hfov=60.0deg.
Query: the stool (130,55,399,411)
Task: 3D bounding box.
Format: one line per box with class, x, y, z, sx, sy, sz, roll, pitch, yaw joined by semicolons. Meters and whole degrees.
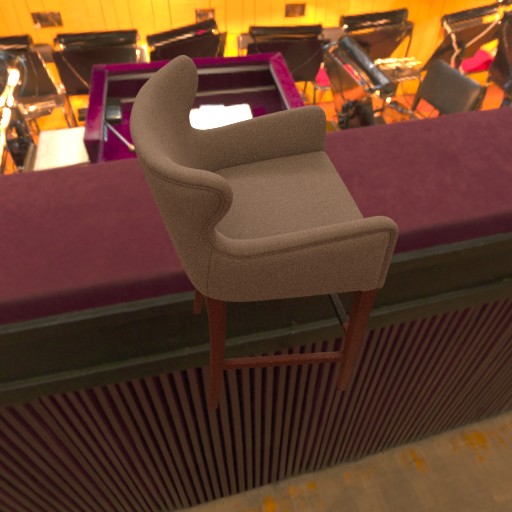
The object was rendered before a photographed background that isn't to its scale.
stool;0.000;0.000;1.387;0.575;1.047;0.575;-9;48;-8
